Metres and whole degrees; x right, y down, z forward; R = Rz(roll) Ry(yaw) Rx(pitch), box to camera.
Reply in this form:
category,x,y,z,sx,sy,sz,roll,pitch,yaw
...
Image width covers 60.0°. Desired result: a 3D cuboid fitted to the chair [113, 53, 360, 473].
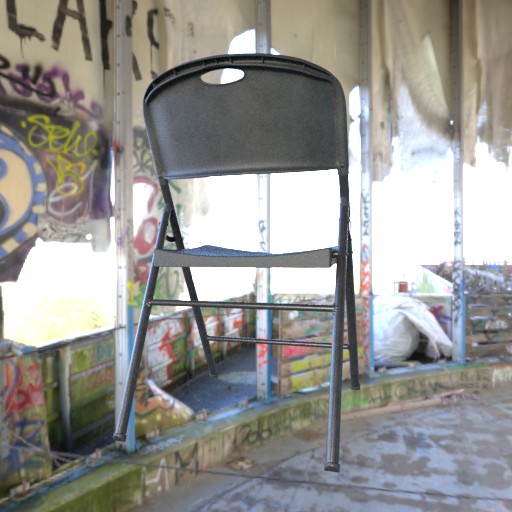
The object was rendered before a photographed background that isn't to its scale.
category,x,y,z,sx,sy,sz,roll,pitch,yaw
chair,0.000,0.000,1.151,0.494,0.810,0.567,0,0,17
